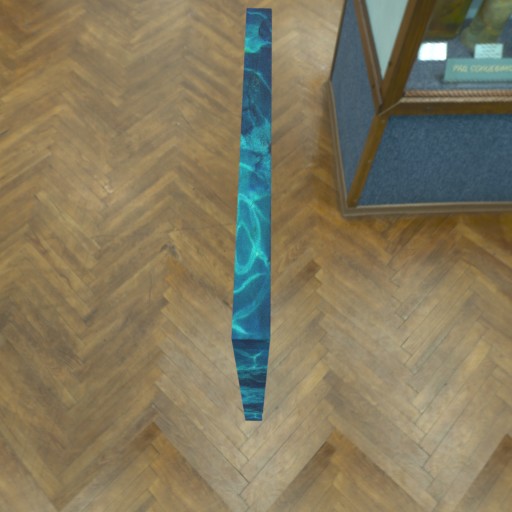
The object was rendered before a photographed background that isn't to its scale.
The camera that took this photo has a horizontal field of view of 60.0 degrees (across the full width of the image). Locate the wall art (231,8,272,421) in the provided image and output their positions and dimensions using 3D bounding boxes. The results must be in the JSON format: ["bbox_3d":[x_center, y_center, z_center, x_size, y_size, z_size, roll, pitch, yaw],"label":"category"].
[{"bbox_3d":[0.000,0.000,0.829,0.038,0.635,0.508,1,63,1],"label":"wall art"}]
